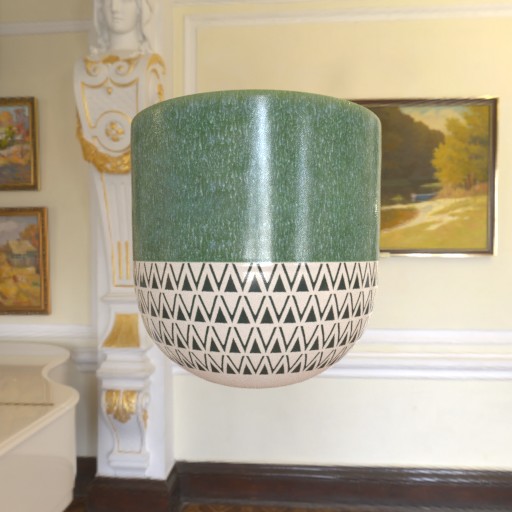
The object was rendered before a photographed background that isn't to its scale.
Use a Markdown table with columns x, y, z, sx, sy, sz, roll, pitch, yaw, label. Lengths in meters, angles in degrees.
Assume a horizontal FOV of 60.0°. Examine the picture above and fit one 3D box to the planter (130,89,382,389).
| x | y | z | sx | sy | sz | roll | pitch | yaw | label |
| --- | --- | --- | --- | --- | --- | --- | --- | --- | --- |
| 0.000 | 0.000 | 0.489 | 0.266 | 0.270 | 0.266 | 0 | 0 | 0 | planter |
